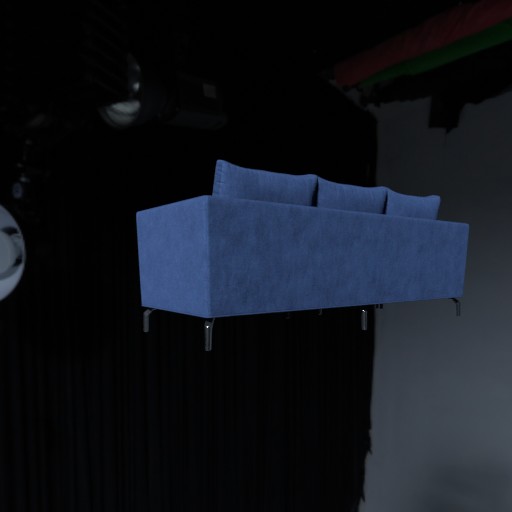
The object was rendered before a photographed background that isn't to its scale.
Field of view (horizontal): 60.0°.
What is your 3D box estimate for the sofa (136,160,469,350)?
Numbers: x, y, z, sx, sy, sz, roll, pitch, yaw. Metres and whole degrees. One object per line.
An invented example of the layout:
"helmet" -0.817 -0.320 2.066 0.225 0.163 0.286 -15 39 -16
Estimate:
"sofa" 0.000 0.000 3.814 2.463 0.988 2.472 1 -1 -37
